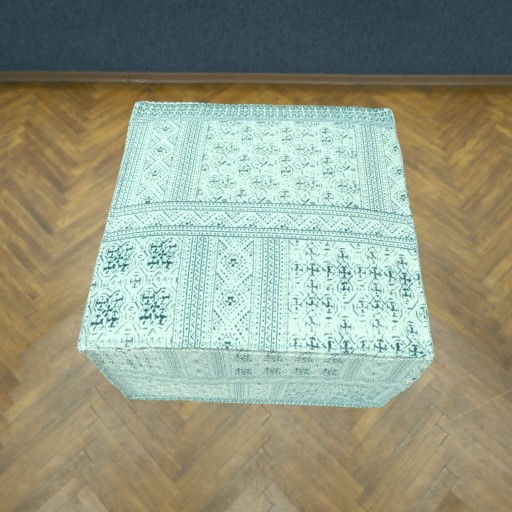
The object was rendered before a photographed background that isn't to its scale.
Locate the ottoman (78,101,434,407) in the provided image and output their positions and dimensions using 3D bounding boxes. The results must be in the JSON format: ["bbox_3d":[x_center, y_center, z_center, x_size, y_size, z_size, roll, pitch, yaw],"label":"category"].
[{"bbox_3d":[0.000,0.000,1.051,0.626,0.439,0.617,2,60,1],"label":"ottoman"}]
